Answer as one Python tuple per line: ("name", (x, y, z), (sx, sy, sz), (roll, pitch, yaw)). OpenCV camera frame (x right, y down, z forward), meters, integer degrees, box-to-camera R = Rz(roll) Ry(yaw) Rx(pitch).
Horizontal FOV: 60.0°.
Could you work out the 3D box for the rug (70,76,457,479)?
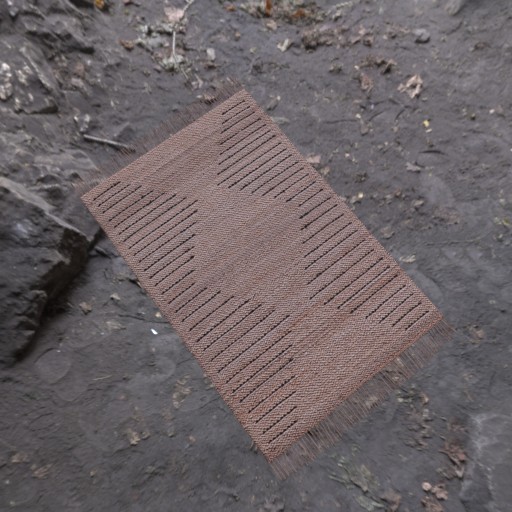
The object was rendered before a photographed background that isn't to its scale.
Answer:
("rug", (0.000, 0.000, 2.532), (1.224, 0.027, 2.085), (-36, 78, -9))
